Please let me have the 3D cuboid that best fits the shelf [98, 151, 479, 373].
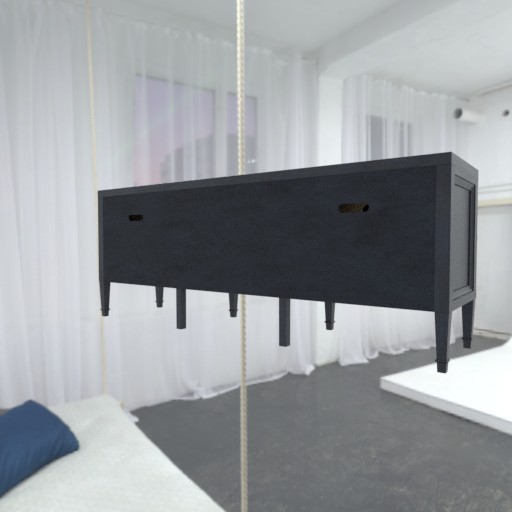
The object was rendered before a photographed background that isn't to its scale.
[{"bbox_3d":[0.000,0.000,2.161,1.878,0.715,0.471,1,3,36],"label":"shelf"}]
